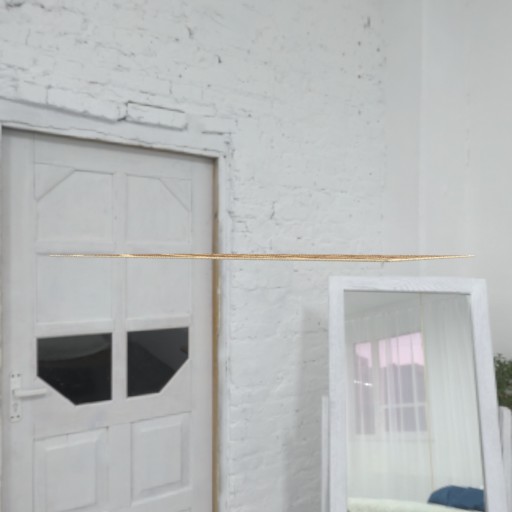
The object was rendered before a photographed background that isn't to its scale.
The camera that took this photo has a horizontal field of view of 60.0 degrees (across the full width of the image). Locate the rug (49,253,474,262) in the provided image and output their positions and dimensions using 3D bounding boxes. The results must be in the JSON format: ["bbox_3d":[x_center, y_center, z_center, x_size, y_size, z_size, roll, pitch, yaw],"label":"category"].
[{"bbox_3d":[0.000,0.000,2.845,2.284,0.008,1.522,1,1,36],"label":"rug"}]
